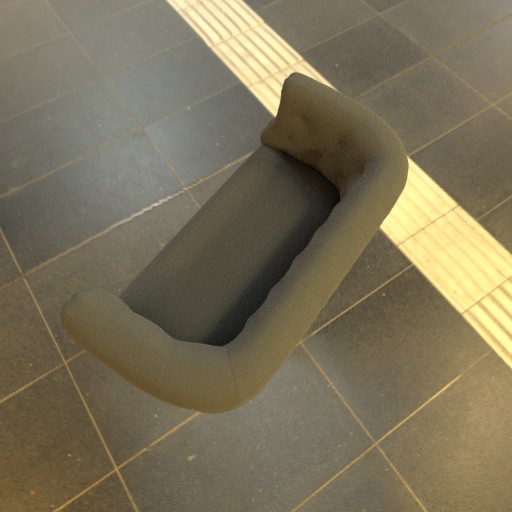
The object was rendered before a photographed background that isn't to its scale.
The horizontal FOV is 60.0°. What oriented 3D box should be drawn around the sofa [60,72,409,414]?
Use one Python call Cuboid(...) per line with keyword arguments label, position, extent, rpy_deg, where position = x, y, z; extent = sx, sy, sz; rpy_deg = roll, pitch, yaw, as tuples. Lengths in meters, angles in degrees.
Cuboid(label="sofa", position=(0.000, 0.000, 2.072), extent=(0.835, 0.827, 1.558), rpy_deg=(33, 68, 16))
